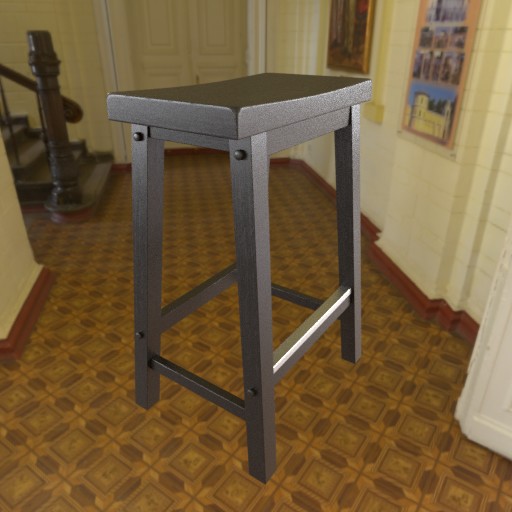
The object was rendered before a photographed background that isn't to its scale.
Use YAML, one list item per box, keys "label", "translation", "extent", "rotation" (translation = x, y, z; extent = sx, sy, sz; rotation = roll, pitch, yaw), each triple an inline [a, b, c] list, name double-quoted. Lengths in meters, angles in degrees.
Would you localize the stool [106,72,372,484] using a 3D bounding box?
- label: "stool"
  translation: [0.000, 0.000, 0.841]
  extent: [0.322, 0.610, 0.406]
  rotation: [18, 32, 31]
